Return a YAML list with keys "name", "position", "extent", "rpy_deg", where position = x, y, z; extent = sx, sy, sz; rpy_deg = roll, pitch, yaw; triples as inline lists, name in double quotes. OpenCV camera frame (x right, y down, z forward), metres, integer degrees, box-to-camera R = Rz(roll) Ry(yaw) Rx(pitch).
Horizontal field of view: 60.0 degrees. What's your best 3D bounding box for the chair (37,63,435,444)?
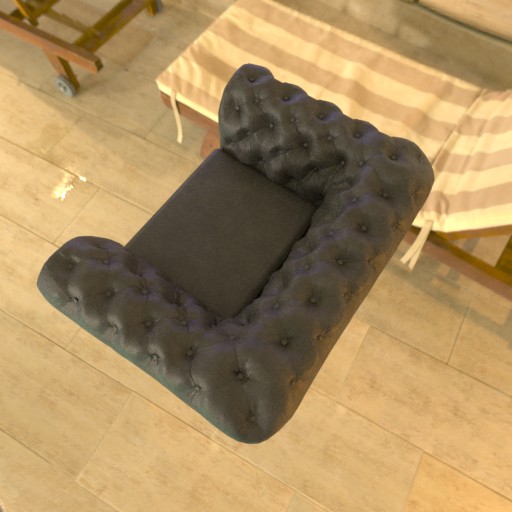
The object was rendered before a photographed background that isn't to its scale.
- name: "chair"
  position: [0.000, 0.000, 1.862]
  extent: [0.943, 0.780, 1.298]
  rpy_deg: [32, 68, 14]
